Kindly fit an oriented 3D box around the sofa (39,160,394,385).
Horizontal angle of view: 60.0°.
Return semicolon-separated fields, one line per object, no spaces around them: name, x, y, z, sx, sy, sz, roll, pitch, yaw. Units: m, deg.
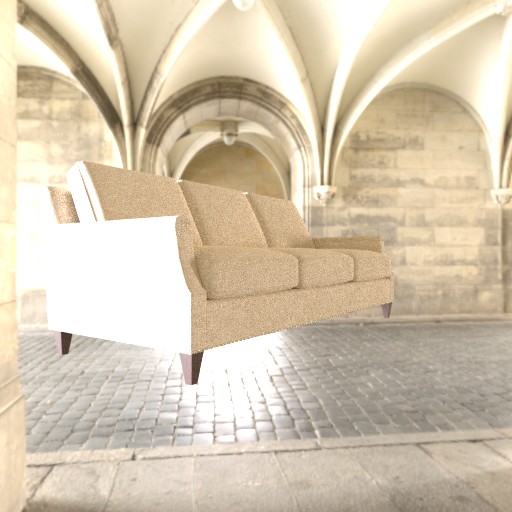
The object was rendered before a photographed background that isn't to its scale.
sofa;0.000;0.000;2.761;1.041;0.940;2.210;0;0;36
